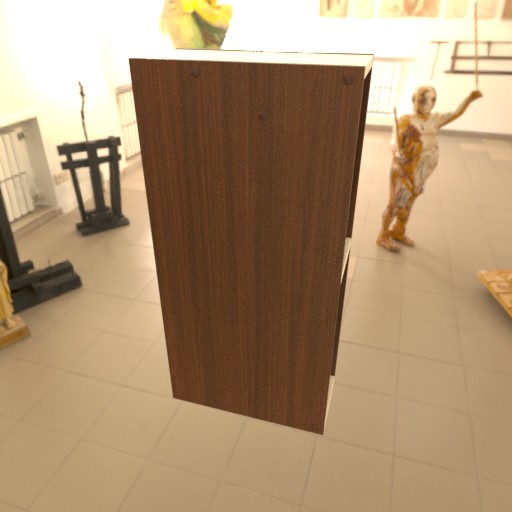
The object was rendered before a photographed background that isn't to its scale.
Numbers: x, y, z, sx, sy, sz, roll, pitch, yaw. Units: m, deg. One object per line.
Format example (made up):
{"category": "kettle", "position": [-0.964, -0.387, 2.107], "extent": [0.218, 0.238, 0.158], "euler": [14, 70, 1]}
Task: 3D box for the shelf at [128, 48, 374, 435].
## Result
{"category": "shelf", "position": [0.000, 0.000, 0.725], "extent": [0.290, 0.600, 0.147], "euler": [9, 31, 15]}
